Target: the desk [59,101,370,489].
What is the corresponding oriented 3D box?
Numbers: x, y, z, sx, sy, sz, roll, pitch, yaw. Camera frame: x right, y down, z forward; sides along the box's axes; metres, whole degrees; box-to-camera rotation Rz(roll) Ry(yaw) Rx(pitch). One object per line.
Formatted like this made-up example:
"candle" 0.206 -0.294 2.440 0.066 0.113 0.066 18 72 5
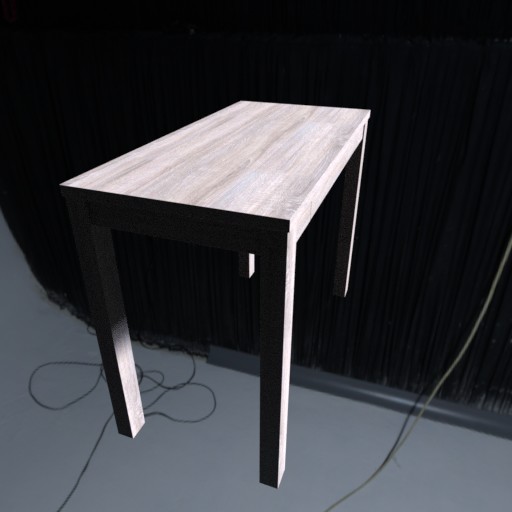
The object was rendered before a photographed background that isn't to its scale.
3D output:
"desk" 0.000 0.000 1.428 0.495 0.762 0.991 10 31 18
